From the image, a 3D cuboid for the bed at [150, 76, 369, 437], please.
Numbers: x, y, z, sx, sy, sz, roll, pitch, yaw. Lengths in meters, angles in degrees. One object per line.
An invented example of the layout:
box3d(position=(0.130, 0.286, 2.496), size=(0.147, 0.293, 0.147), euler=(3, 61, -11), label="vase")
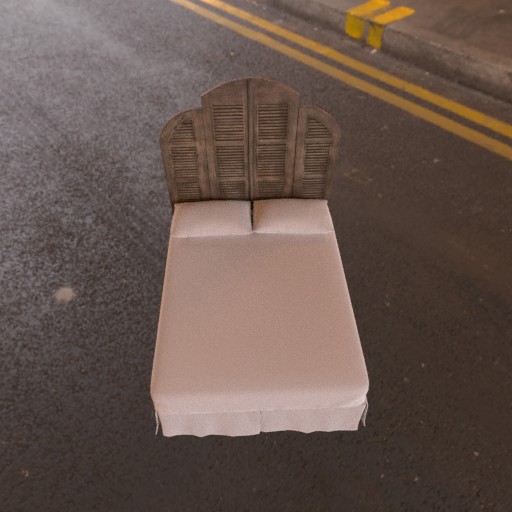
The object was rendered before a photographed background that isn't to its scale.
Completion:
box3d(position=(0.000, 0.000, 3.588), size=(1.713, 2.019, 2.138), euler=(-2, 47, -2), label="bed")
